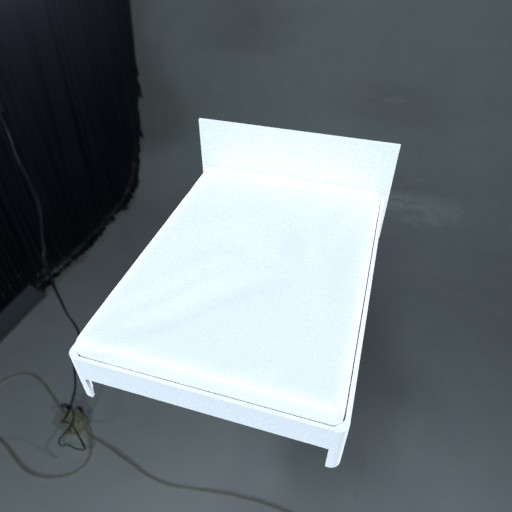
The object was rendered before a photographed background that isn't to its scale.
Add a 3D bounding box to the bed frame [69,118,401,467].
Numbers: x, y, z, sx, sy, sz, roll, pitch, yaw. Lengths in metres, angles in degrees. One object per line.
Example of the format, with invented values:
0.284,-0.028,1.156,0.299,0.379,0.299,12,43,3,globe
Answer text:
0.000,0.000,2.772,1.490,0.800,1.950,11,42,13,bed frame
